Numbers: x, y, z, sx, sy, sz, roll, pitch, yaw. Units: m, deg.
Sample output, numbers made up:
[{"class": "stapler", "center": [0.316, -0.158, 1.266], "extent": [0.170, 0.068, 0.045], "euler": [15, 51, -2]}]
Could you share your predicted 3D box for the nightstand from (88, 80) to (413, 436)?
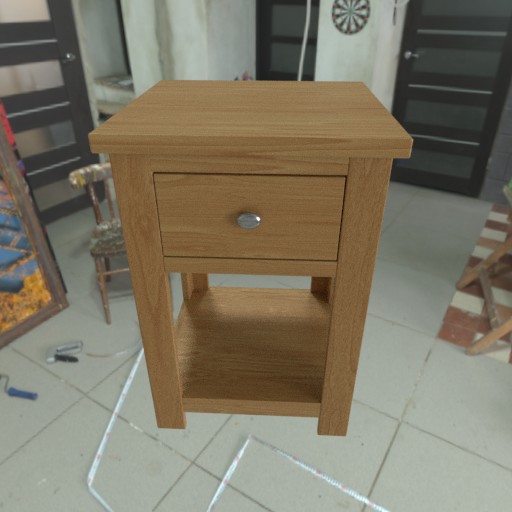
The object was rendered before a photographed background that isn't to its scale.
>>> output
[{"class": "nightstand", "center": [0.000, 0.000, 0.915], "extent": [0.428, 0.614, 0.418], "euler": [2, 31, 3]}]
